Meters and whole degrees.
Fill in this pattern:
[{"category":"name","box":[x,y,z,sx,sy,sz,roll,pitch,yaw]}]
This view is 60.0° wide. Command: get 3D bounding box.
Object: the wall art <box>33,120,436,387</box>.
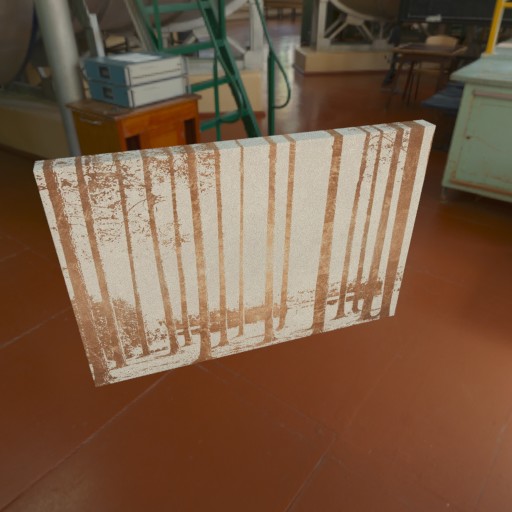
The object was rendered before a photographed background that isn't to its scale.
[{"category":"wall art","box":[0.000,0.000,0.768,0.609,0.405,0.035,-10,34,-15]}]
